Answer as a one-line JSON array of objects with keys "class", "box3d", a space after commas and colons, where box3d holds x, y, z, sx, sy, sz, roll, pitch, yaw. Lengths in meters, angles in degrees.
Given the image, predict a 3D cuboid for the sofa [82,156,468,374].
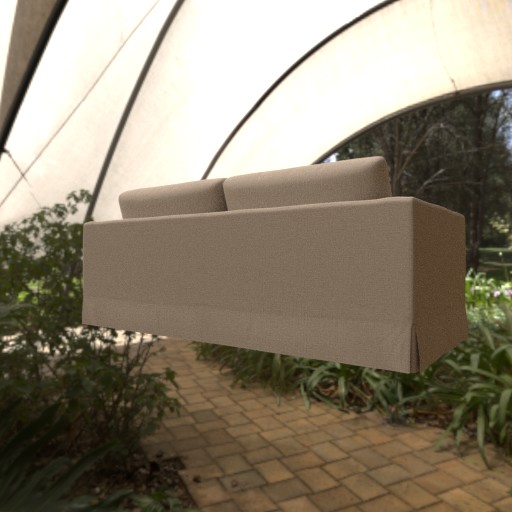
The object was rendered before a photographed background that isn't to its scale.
[{"class": "sofa", "box3d": [0.000, 0.000, 2.649, 2.163, 0.881, 0.954, 0, 0, 36]}]
